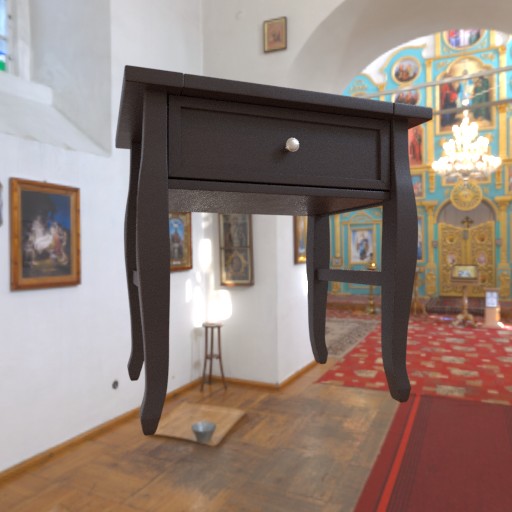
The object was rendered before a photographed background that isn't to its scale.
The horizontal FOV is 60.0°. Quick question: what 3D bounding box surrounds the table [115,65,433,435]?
[{"bbox_3d":[0.000,0.000,1.017,0.602,0.605,0.460,0,0,-19],"label":"table"}]
